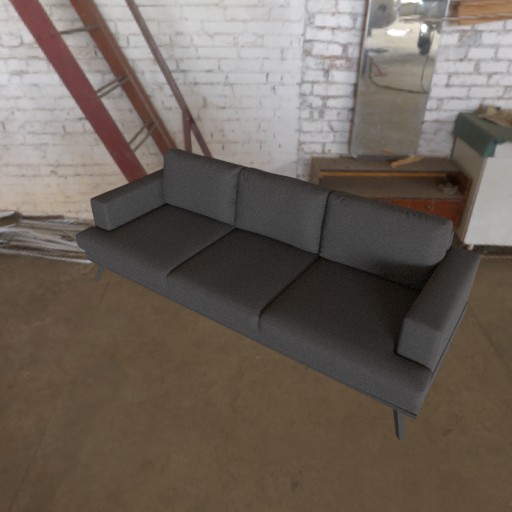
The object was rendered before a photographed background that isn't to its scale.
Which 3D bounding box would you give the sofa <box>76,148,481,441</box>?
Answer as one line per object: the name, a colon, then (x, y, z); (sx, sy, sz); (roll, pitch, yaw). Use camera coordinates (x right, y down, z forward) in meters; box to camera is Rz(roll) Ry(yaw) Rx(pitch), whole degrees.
sofa: (0.000, 0.000, 2.679); (2.310, 0.810, 0.920); (20, 38, 29)
